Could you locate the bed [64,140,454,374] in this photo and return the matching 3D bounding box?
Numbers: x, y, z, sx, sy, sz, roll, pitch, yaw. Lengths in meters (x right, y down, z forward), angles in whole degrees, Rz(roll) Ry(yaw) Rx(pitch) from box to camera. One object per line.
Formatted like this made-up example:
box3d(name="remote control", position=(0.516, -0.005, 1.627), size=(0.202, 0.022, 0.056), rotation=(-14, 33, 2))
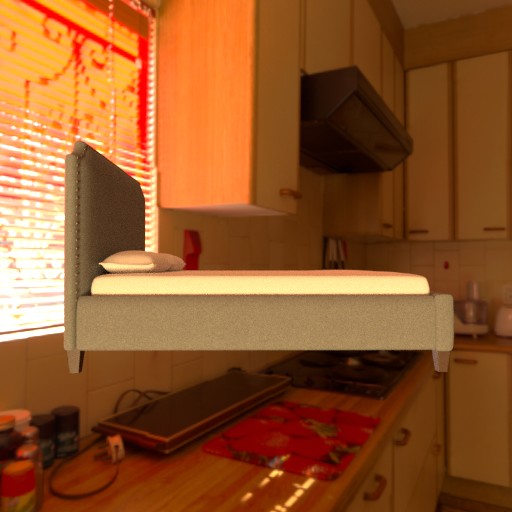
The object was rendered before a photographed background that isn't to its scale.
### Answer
box3d(name="bed", position=(0.000, 0.000, 3.500), size=(2.372, 1.443, 1.712), rotation=(0, -1, -1))
